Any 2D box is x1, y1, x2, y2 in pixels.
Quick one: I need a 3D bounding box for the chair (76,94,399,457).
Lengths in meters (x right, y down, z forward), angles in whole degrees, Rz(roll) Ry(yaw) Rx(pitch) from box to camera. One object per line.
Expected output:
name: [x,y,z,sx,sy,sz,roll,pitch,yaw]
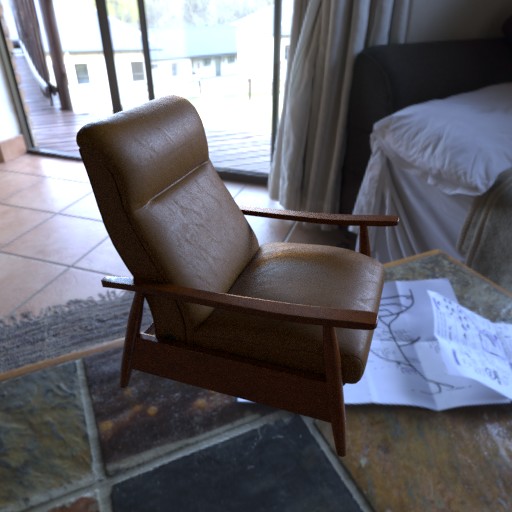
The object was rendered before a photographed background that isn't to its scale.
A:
chair: [0.000,0.000,1.757,1.014,1.082,0.762,11,32,17]
